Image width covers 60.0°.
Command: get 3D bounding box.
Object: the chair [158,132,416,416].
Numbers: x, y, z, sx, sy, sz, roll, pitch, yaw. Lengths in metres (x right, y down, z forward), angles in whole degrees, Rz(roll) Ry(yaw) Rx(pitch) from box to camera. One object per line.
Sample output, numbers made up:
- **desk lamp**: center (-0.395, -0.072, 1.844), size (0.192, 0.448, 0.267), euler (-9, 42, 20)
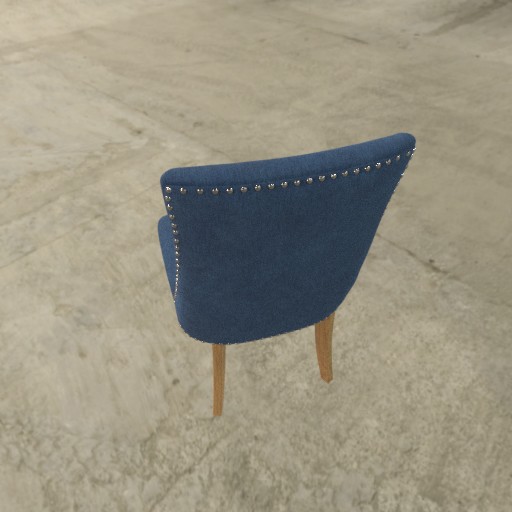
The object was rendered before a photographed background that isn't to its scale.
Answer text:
- **chair**: center (0.000, 0.000, 1.237), size (0.495, 0.902, 0.610), euler (-12, 43, -13)
